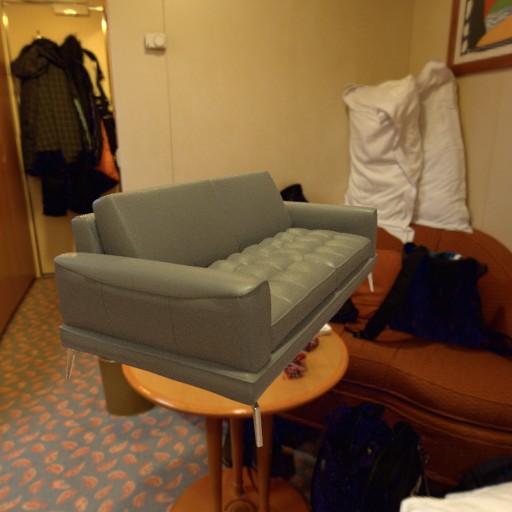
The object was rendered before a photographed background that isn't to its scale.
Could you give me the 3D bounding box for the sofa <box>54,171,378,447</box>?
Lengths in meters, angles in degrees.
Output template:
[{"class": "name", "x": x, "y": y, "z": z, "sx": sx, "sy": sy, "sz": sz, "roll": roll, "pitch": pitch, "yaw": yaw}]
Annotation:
[{"class": "sofa", "x": 0.000, "y": 0.000, "z": 2.778, "sx": 1.121, "sy": 0.930, "sz": 2.177, "roll": 8, "pitch": 17, "yaw": 26}]
